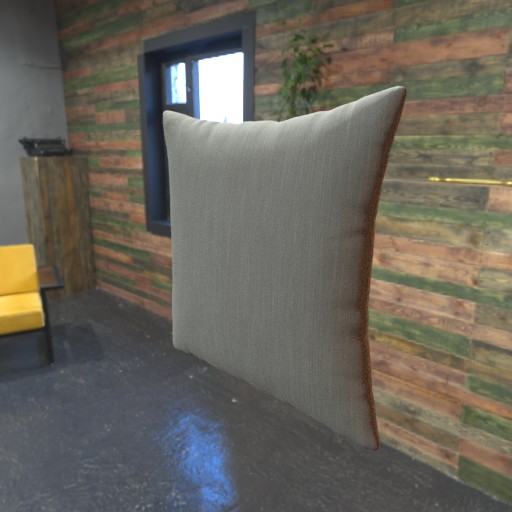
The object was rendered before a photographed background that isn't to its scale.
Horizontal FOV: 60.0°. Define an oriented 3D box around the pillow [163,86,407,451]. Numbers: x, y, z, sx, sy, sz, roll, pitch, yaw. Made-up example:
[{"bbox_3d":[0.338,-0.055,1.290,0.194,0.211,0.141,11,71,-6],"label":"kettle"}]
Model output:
[{"bbox_3d":[0.000,0.000,0.768,0.511,0.509,0.161,13,19,43],"label":"pillow"}]
